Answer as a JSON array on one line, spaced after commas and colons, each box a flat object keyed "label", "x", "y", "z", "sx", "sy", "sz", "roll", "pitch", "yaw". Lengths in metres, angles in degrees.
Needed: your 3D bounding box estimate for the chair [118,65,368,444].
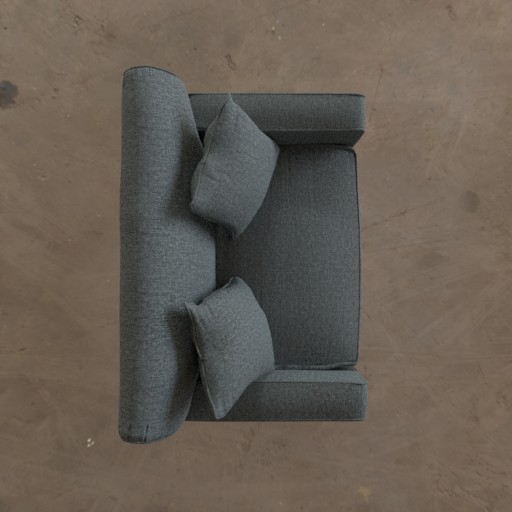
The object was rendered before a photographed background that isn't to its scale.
[{"label": "chair", "x": 0.000, "y": 0.000, "z": 2.011, "sx": 1.000, "sy": 0.948, "sz": 1.383, "roll": 0, "pitch": 88, "yaw": 0}]
